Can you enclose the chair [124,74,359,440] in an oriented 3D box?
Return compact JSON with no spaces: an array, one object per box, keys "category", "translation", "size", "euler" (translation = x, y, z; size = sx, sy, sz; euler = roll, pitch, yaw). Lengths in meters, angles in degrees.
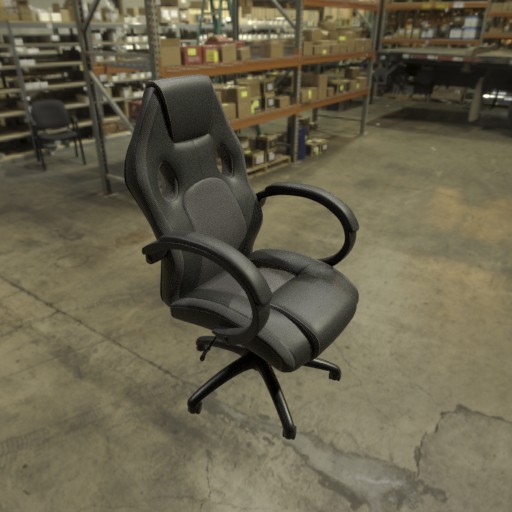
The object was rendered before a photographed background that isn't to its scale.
[{"category":"chair","translation":[0.000,0.000,1.618],"size":[0.724,1.187,0.673],"euler":[18,33,31]}]
